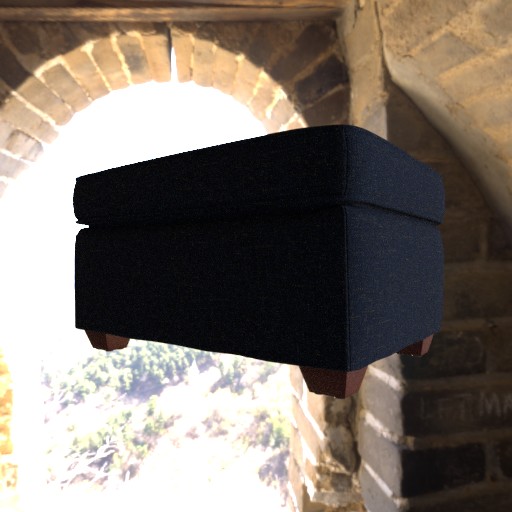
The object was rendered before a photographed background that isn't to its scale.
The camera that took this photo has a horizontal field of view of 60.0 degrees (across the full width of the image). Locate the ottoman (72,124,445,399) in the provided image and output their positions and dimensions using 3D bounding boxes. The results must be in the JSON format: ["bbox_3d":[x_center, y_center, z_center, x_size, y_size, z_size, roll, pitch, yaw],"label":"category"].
[{"bbox_3d":[0.000,0.000,1.051,0.749,0.450,0.549,-1,-1,37],"label":"ottoman"}]
